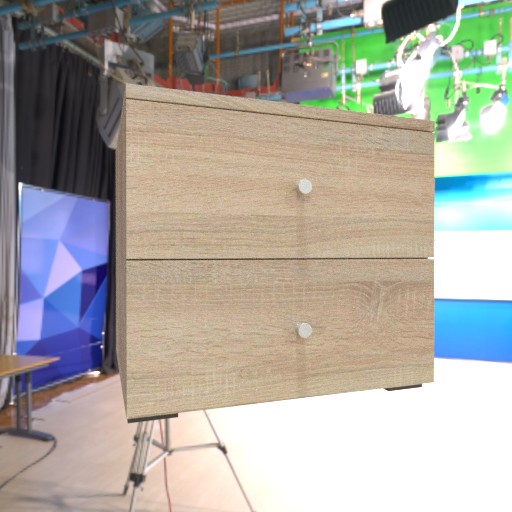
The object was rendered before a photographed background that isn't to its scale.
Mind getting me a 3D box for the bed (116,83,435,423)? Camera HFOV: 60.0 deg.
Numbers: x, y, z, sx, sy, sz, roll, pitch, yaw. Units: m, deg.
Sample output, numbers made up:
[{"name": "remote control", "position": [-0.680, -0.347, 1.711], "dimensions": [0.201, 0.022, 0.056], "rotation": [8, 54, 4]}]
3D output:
[{"name": "bed", "position": [0.000, 0.000, 0.783], "dimensions": [0.460, 0.420, 0.401], "rotation": [0, 0, -19]}]
